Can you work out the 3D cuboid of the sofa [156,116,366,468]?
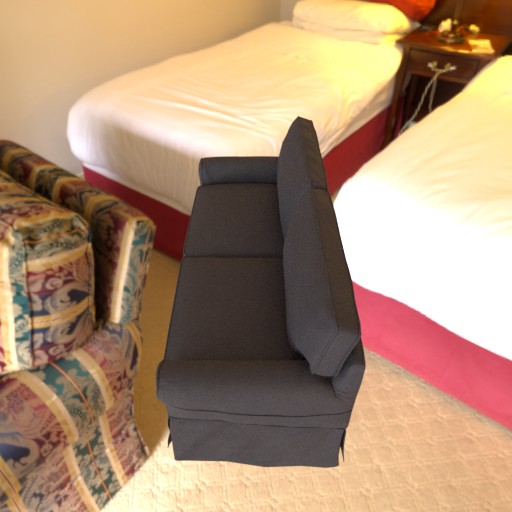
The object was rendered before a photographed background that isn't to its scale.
[{"bbox_3d":[0.000,0.000,2.905,0.983,1.094,2.256,0,40,0],"label":"sofa"}]
